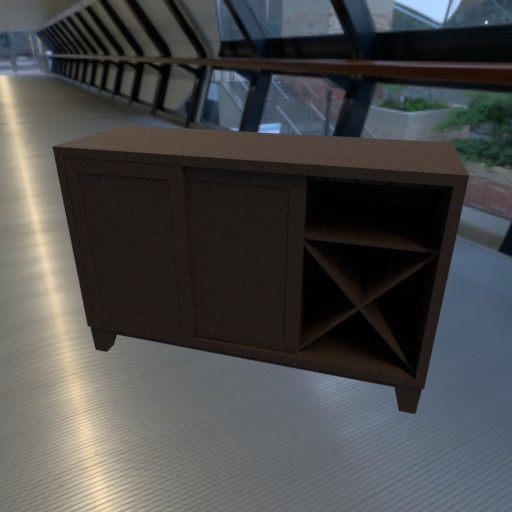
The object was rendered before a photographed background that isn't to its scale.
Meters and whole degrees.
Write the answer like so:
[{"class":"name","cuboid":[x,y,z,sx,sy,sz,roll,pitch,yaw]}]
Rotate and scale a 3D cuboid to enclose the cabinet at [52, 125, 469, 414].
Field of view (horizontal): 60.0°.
[{"class":"cabinet","cuboid":[0.000,0.000,1.834,1.396,0.914,0.482,7,26,15]}]
